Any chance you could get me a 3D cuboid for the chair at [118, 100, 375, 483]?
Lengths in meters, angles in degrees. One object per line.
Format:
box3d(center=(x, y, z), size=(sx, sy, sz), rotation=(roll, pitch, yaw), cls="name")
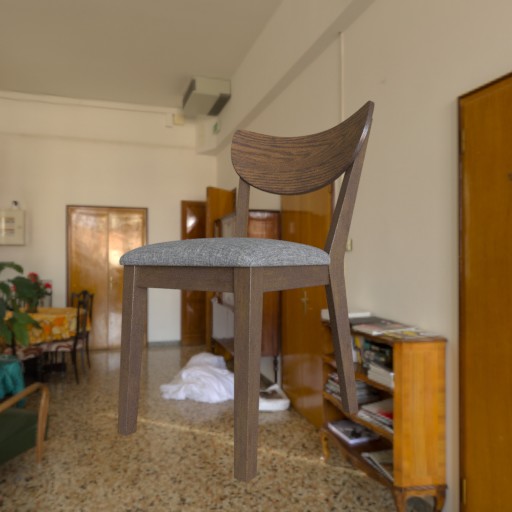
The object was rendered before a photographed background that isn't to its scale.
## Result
box3d(center=(0.000, 0.000, 1.176), size=(0.491, 0.849, 0.583), rotation=(0, 0, 37), cls="chair")
